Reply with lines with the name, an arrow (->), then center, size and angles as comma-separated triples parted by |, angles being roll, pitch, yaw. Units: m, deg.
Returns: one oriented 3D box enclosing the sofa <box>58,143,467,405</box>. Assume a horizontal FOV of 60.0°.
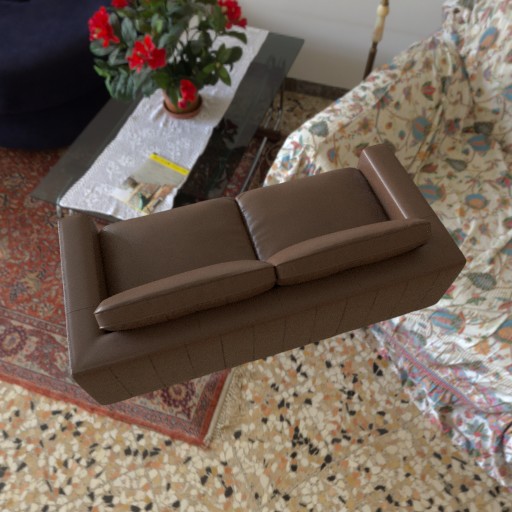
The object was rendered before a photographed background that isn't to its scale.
sofa -> 0.000, 0.000, 2.781 | 2.262, 0.801, 1.070 | -15, 58, -9
